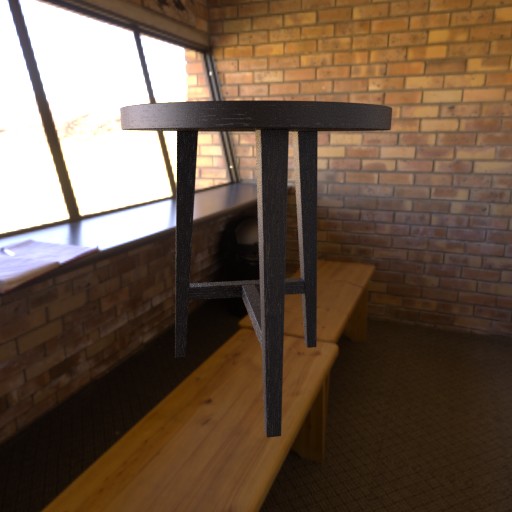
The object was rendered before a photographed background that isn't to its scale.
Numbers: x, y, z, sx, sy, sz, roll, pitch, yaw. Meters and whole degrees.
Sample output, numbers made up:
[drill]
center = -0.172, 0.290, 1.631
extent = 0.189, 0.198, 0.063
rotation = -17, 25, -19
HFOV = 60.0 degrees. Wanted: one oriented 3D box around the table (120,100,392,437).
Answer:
[table]
center = 0.000, 0.000, 0.736
extent = 0.399, 0.460, 0.399
rotation = 0, 15, 0
